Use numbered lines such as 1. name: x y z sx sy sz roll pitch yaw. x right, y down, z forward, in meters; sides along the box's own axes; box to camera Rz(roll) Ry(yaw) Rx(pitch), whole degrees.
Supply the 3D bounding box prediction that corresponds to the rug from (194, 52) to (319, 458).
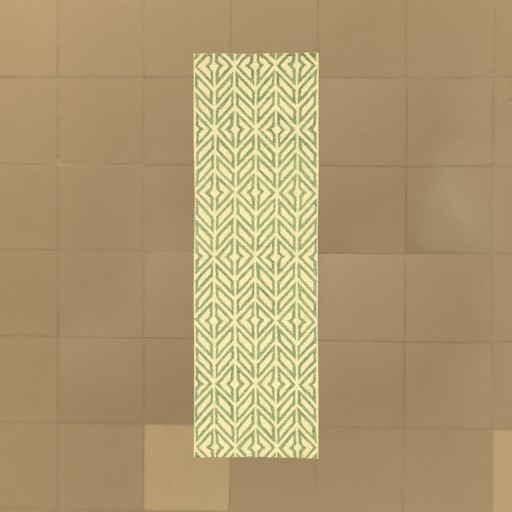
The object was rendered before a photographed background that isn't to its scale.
1. rug: 0.000 0.000 2.666 0.750 0.009 2.435 0 90 1
